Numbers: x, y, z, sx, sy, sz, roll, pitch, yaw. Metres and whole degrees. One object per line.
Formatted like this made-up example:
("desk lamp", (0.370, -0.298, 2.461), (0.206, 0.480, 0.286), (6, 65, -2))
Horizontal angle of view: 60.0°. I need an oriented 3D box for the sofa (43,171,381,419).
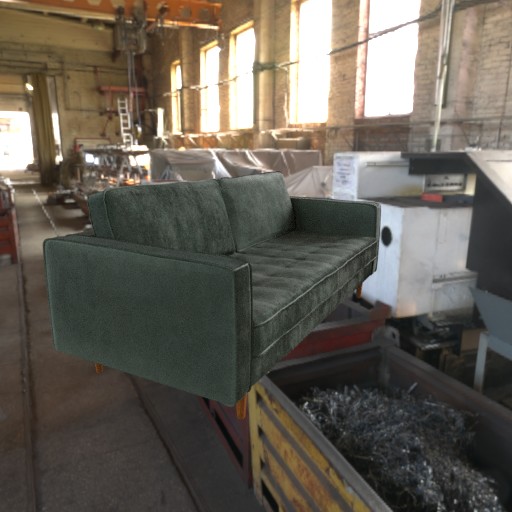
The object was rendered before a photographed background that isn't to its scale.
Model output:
("sofa", (0.000, 0.000, 2.264), (0.886, 0.781, 1.816), (7, 15, 28))
